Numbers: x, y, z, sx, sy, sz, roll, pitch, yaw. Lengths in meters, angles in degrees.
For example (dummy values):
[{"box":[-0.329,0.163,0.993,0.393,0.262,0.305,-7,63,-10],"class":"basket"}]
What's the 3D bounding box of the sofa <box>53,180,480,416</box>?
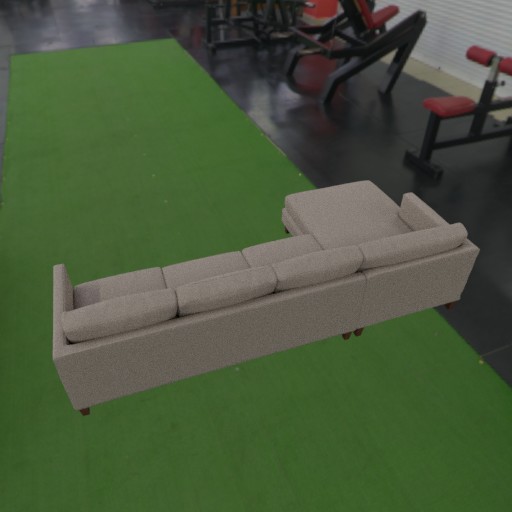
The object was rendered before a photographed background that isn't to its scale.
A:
[{"box":[0.000,0.000,3.810,3.186,0.846,1.625,-13,41,-15],"class":"sofa"}]
